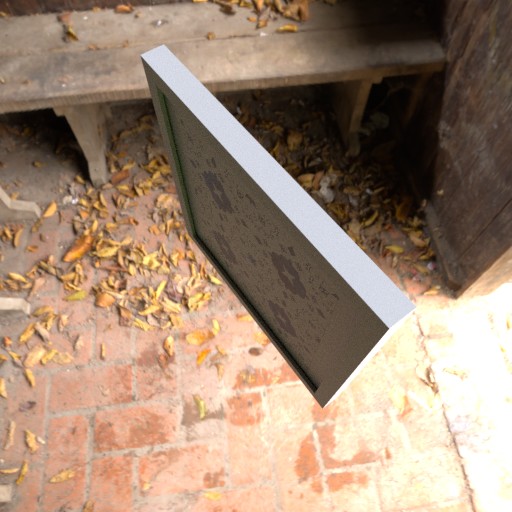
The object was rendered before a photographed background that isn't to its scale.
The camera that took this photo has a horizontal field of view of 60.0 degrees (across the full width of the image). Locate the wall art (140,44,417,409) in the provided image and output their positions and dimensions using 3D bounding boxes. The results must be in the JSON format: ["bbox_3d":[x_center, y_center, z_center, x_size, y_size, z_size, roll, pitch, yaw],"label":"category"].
[{"bbox_3d":[0.000,0.000,0.539,0.027,0.355,0.355,-33,67,-16],"label":"wall art"}]
